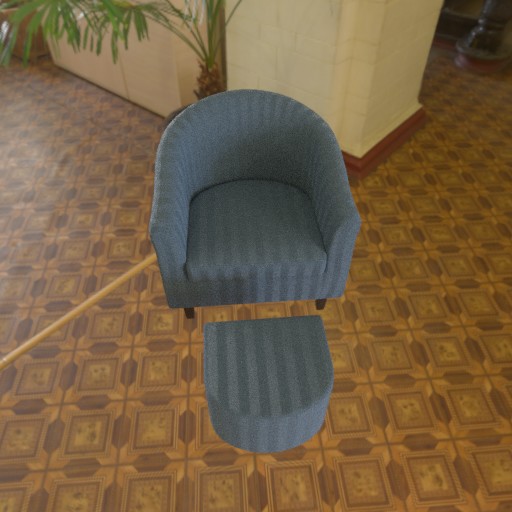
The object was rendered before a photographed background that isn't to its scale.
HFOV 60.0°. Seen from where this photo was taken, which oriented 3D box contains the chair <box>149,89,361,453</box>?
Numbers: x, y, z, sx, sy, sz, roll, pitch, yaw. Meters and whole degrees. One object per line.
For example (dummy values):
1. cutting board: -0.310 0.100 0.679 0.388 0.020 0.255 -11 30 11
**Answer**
1. chair: 0.000 0.000 1.718 0.756 0.757 1.288 -3 46 -3
